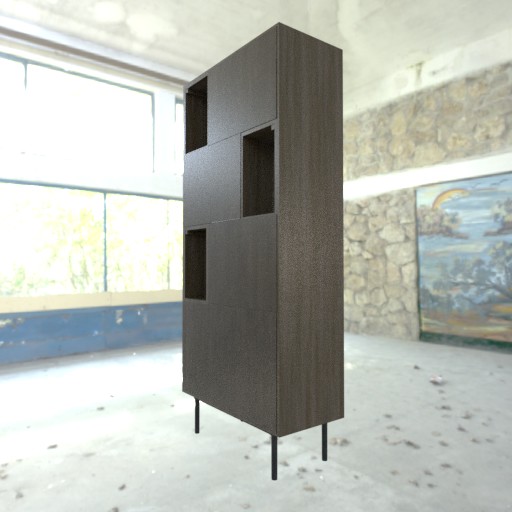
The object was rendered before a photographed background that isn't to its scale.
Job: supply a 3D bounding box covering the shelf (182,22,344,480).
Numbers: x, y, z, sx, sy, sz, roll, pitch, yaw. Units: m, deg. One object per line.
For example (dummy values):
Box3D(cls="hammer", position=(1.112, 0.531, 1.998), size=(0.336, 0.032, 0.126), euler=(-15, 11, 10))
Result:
Box3D(cls="shelf", position=(0.000, 0.000, 1.823), size=(0.323, 1.545, 0.670), euler=(1, -2, -37))
